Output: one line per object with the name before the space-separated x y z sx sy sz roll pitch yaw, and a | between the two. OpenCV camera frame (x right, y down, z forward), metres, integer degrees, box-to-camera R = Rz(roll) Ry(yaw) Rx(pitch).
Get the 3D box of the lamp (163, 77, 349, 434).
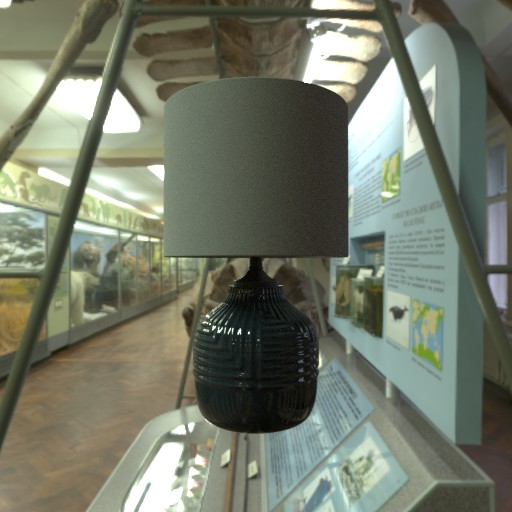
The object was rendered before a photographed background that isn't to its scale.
lamp | 0.000 0.000 0.776 0.318 0.567 0.318 0 -1 0
